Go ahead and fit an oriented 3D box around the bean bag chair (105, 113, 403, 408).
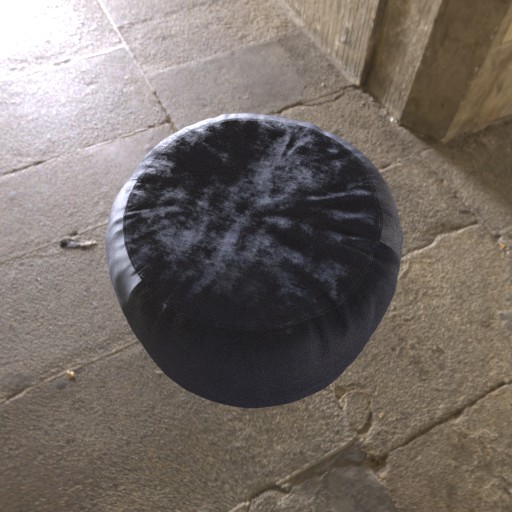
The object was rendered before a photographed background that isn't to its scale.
[{"bbox_3d":[0.000,0.000,1.978,1.219,0.762,1.219,0,58,0],"label":"bean bag chair"}]
